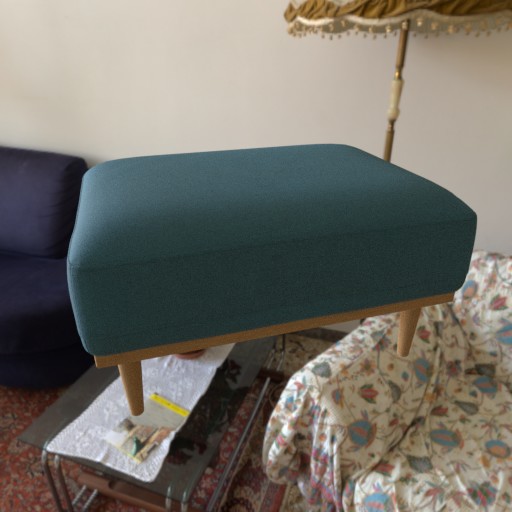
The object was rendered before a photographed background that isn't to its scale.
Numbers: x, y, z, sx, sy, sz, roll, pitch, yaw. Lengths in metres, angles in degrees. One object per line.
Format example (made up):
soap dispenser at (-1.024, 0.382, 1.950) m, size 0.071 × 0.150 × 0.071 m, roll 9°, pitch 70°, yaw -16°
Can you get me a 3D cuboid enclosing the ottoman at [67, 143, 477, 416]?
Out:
ottoman at (0.000, 0.000, 1.028) m, size 0.749 × 0.428 × 0.549 m, roll -8°, pitch 28°, yaw -15°
